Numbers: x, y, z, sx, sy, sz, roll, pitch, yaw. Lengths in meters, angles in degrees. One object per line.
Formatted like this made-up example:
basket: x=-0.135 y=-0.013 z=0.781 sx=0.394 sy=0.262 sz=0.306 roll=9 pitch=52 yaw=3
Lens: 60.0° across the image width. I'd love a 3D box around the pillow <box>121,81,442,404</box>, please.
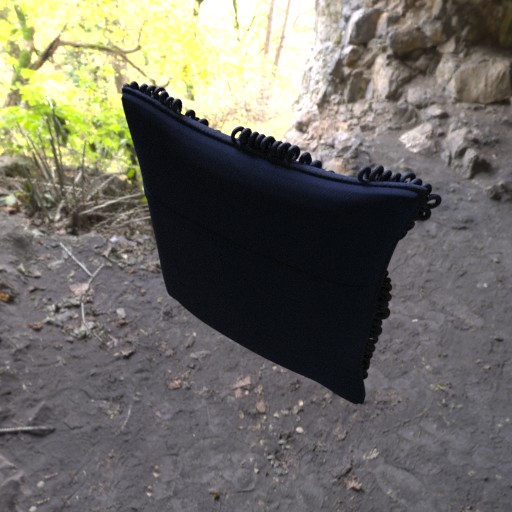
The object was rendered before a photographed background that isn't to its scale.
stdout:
pillow: x=0.000 y=0.000 z=0.712 sx=0.469 sy=0.466 sz=0.172 roll=26 pitch=51 yaw=23
